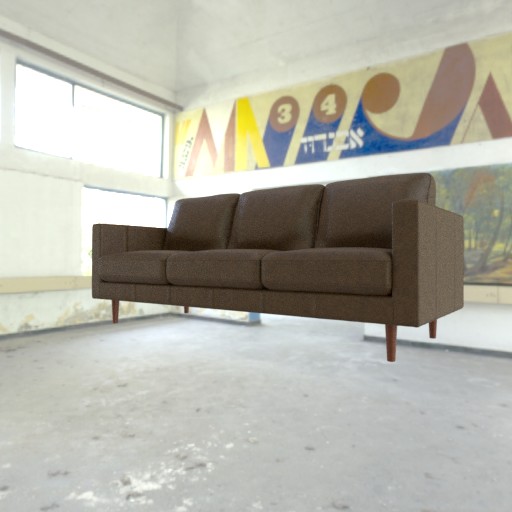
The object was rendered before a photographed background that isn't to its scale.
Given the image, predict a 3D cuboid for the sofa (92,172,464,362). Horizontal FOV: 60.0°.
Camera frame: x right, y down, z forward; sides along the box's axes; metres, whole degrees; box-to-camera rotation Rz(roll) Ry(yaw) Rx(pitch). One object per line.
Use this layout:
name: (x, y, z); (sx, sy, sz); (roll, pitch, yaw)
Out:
sofa: (0.000, 0.000, 2.777); (2.231, 0.930, 0.903); (0, 0, 36)
